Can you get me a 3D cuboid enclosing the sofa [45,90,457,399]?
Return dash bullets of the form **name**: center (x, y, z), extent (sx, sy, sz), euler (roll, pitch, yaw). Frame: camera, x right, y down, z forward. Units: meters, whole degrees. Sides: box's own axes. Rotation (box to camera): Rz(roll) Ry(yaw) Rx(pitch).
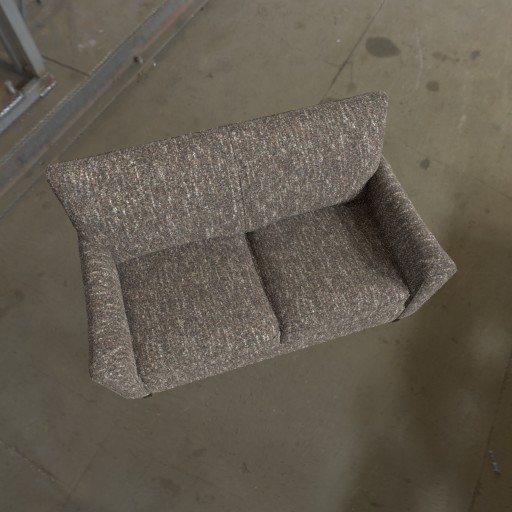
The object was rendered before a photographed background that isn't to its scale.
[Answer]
- **sofa**: center (0.000, 0.000, 2.039), extent (1.519, 0.946, 0.801), euler (-15, 63, -8)
